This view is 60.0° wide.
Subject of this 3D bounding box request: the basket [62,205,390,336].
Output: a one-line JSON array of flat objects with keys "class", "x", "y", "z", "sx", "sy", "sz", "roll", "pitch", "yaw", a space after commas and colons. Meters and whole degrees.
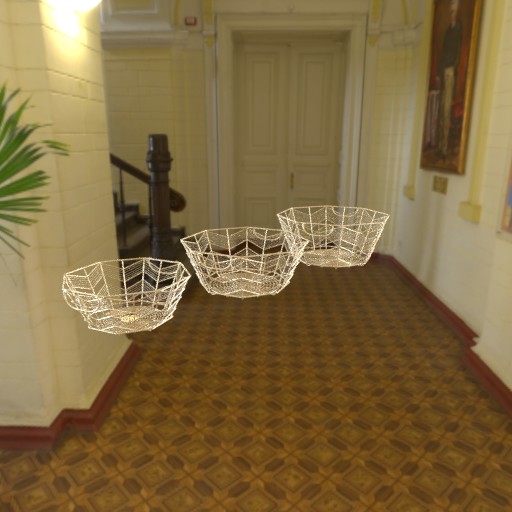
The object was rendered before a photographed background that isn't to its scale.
[{"class": "basket", "x": 0.000, "y": 0.000, "z": 1.453, "sx": 1.246, "sy": 0.178, "sz": 0.432, "roll": -14, "pitch": 21, "yaw": -42}]
